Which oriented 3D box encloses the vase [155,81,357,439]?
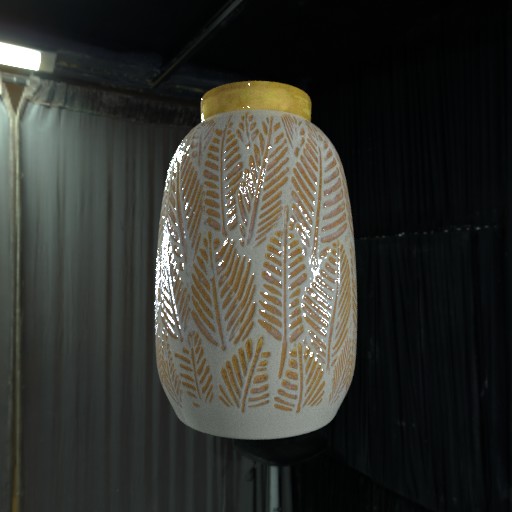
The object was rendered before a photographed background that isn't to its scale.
[{"bbox_3d":[0.000,0.000,0.388,0.172,0.270,0.172,0,-1,0],"label":"vase"}]
